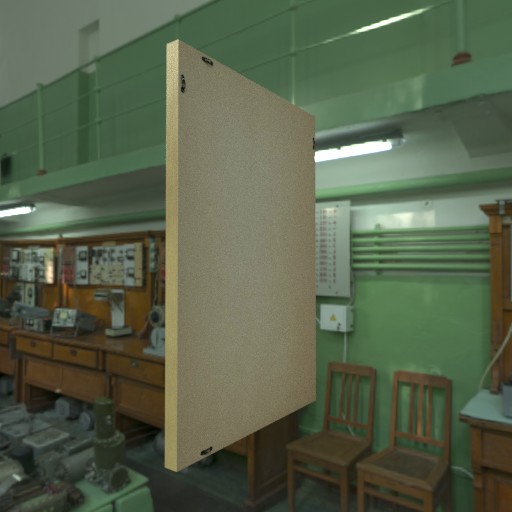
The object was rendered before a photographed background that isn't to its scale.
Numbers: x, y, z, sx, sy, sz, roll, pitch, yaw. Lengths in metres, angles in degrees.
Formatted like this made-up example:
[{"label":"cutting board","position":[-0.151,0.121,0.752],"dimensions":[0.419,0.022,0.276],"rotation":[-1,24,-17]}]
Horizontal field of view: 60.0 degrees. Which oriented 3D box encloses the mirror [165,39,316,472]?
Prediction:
[{"label":"mirror","position":[0.000,0.000,1.192],"dimensions":[0.041,0.915,0.609],"rotation":[-1,-1,36]}]
